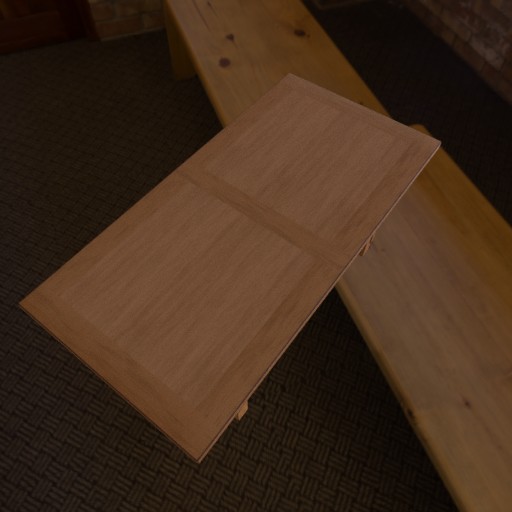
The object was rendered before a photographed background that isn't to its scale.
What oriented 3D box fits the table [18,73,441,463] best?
[{"bbox_3d":[0.000,0.000,2.434,1.000,0.762,1.982,33,63,19],"label":"table"}]
